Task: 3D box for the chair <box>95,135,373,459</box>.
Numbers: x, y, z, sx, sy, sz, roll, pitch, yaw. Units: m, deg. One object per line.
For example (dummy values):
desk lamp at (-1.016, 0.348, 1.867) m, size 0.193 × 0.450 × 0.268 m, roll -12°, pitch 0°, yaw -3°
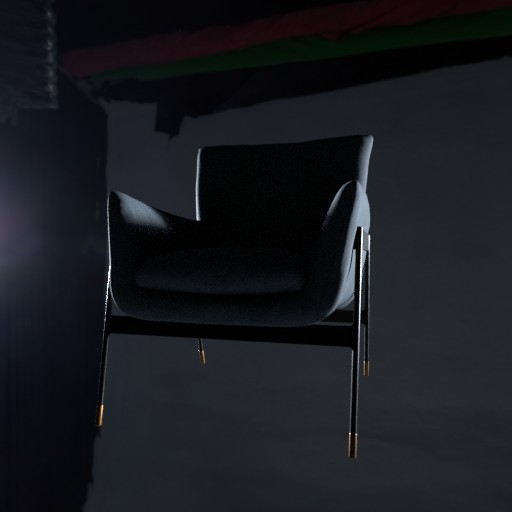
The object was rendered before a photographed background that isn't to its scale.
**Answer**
chair at (0.000, 0.000, 1.356) m, size 0.678 × 0.858 × 0.709 m, roll 0°, pitch 0°, yaw 16°
